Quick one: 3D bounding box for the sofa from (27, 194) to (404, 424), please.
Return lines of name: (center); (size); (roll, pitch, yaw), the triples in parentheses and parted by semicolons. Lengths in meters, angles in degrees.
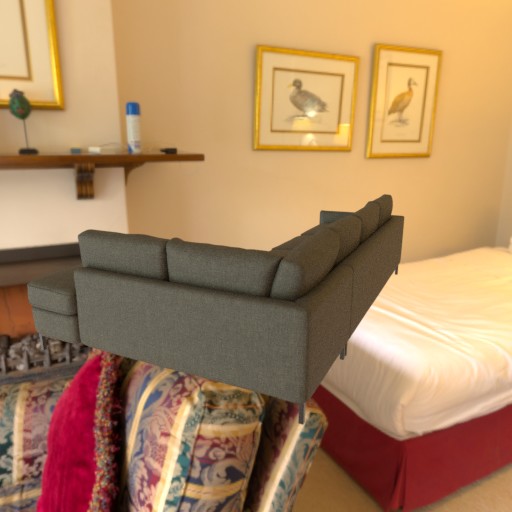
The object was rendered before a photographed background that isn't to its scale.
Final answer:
sofa: (0.000, 0.000, 3.778); (1.984, 0.858, 2.972); (7, 17, 25)
